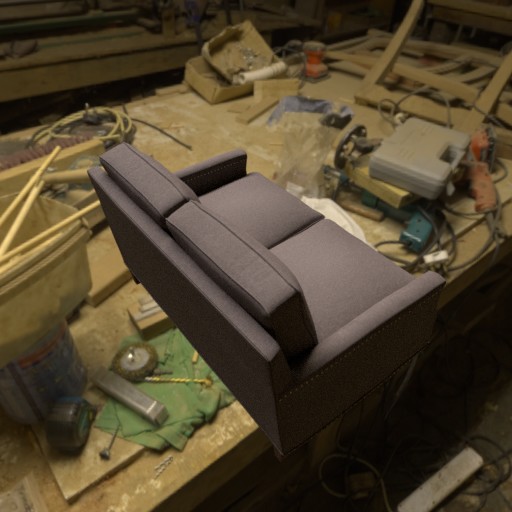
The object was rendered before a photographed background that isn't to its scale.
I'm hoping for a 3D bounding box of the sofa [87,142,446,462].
[{"bbox_3d":[0.000,0.000,2.308,1.084,1.003,1.597,-27,48,-28],"label":"sofa"}]
